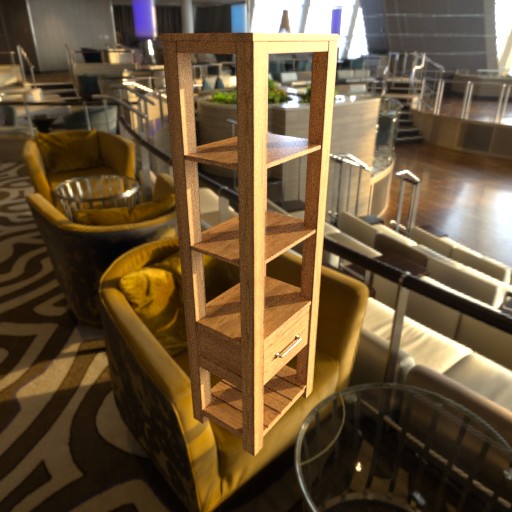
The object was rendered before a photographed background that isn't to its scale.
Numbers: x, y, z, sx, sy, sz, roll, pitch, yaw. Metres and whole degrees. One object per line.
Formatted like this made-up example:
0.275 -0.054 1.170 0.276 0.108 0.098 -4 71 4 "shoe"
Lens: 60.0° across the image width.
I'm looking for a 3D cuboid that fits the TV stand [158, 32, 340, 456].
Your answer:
0.000 0.000 2.039 0.435 1.828 0.565 18 31 33 "TV stand"
